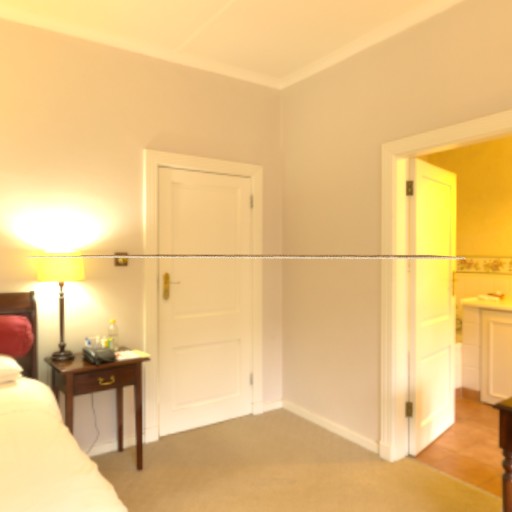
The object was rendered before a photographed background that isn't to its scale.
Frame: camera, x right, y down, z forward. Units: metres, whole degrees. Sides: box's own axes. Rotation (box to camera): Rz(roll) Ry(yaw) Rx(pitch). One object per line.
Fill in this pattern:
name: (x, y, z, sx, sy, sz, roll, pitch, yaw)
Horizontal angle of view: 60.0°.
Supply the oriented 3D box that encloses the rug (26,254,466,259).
rug: (0.000, 0.000, 2.898, 2.284, 0.008, 1.522, 0, 1, 17)
